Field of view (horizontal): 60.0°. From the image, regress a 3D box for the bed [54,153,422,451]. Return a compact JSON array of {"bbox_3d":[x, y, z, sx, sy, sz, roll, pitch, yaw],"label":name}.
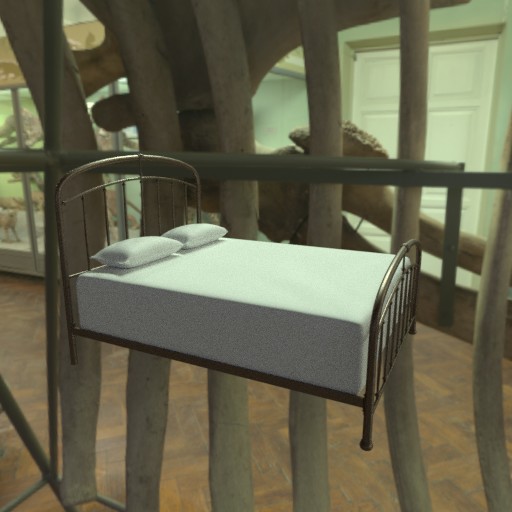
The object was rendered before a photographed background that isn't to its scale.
[{"bbox_3d":[0.000,0.000,3.289,2.168,1.475,1.711,7,15,26],"label":"bed"}]
